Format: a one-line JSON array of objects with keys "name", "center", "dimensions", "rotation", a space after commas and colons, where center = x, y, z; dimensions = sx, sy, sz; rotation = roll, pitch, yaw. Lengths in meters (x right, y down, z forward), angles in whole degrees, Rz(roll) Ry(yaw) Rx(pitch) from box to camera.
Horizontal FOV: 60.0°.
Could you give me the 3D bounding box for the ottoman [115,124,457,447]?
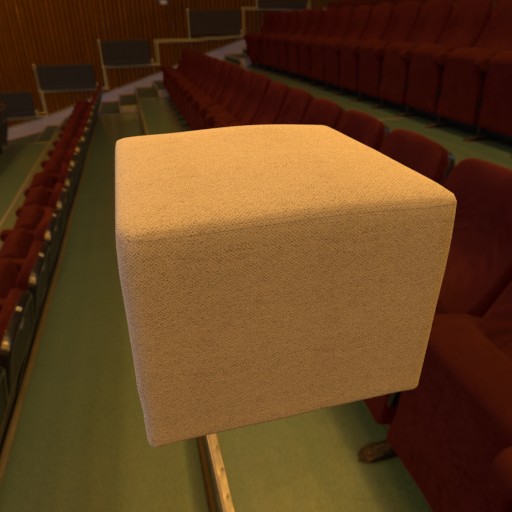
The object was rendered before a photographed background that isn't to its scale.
[{"name": "ottoman", "center": [0.000, 0.000, 0.909], "dimensions": [0.512, 0.453, 0.521], "rotation": [-8, 29, -14]}]
